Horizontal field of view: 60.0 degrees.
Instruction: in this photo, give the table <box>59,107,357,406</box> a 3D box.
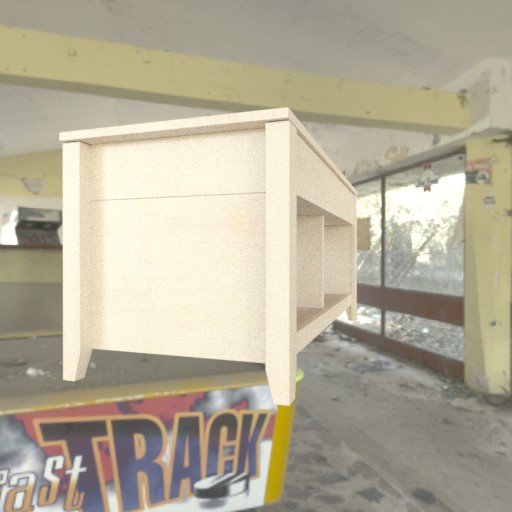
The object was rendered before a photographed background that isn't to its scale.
[{"bbox_3d":[0.000,0.000,1.265,0.457,0.483,1.016,0,0,19],"label":"table"}]
